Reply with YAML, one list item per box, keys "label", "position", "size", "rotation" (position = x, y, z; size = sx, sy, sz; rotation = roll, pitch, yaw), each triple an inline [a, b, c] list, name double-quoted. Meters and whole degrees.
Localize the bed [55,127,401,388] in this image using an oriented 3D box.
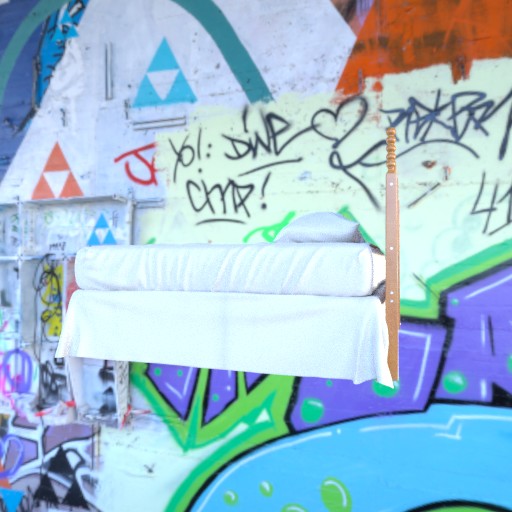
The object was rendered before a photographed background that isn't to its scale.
- label: "bed"
  position: [0.000, 0.000, 3.588]
  size: [2.219, 1.355, 2.322]
  rotation: [0, -1, 18]
